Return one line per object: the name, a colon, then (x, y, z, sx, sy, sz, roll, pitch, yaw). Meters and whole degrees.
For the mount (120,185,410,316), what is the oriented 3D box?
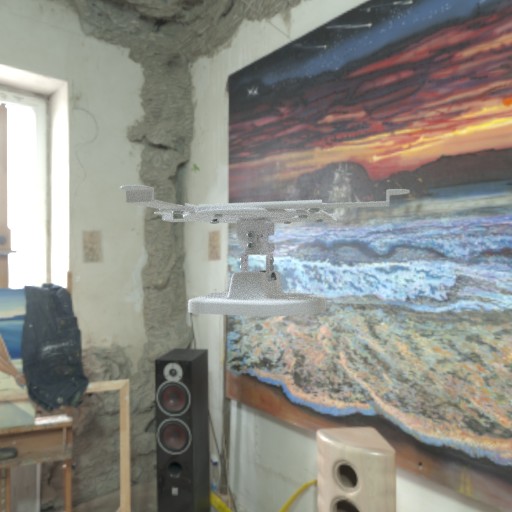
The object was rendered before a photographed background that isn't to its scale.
mount: (0.000, 0.000, 0.604, 0.394, 0.141, 0.394, 0, 0, 18)
